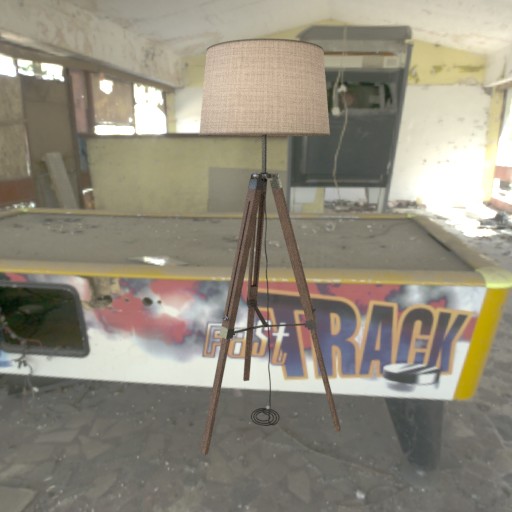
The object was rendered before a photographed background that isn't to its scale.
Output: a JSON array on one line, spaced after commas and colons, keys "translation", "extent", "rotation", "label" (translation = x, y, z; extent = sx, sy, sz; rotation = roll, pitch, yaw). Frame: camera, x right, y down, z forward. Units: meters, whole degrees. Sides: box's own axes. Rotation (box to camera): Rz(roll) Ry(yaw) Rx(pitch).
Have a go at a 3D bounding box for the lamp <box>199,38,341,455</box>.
[{"translation": [0.000, 0.000, 1.759], "extent": [0.604, 1.510, 0.587], "rotation": [14, 20, 43], "label": "lamp"}]
